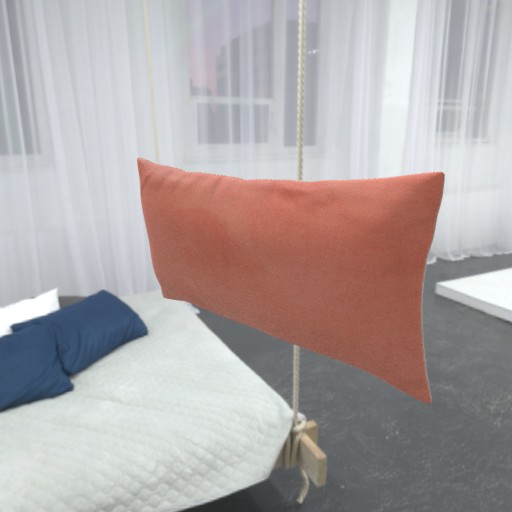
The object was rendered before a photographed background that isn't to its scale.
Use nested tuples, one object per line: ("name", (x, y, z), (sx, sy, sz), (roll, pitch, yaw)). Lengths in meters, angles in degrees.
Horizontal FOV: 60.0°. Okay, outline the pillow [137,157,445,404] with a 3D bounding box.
("pillow", (0.000, 0.000, 0.737), (0.608, 0.307, 0.155), (13, 20, 42))
